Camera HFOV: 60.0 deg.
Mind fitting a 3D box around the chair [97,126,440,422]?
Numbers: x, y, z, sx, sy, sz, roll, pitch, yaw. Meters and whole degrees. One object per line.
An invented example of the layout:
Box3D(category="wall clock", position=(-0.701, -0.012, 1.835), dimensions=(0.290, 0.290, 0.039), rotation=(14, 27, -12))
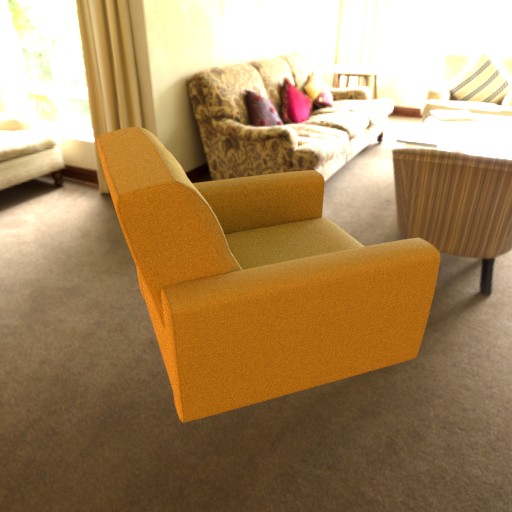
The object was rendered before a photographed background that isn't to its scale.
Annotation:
Box3D(category="chair", position=(0.000, 0.000, 1.555), dimensions=(0.909, 0.841, 0.831), rotation=(-11, 31, -19))
